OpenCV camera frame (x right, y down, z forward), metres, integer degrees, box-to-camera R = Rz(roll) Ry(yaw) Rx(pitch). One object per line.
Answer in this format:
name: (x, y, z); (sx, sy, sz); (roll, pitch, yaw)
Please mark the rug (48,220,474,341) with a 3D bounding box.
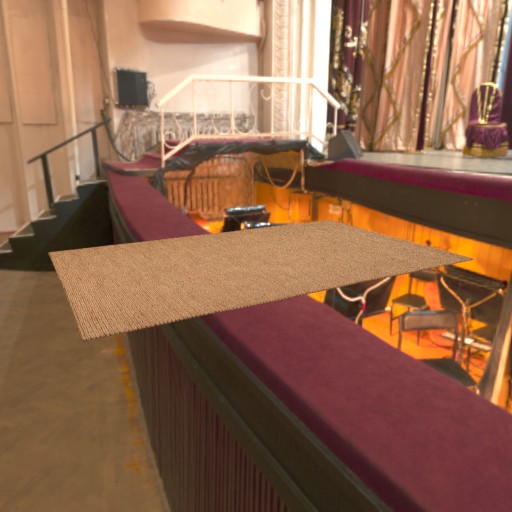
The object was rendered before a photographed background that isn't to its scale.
rug: (0.000, 0.000, 2.991); (2.439, 0.011, 1.533); (-9, 18, -28)
